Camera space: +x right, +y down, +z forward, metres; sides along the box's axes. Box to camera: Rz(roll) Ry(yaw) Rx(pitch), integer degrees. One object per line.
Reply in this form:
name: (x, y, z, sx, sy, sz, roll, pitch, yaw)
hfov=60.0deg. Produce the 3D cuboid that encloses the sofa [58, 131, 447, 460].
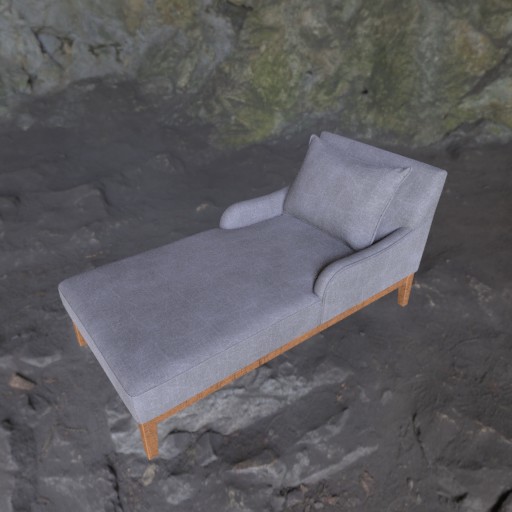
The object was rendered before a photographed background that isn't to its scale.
sofa: (0.000, 0.000, 2.284, 1.779, 0.859, 0.894, -22, 38, -31)
